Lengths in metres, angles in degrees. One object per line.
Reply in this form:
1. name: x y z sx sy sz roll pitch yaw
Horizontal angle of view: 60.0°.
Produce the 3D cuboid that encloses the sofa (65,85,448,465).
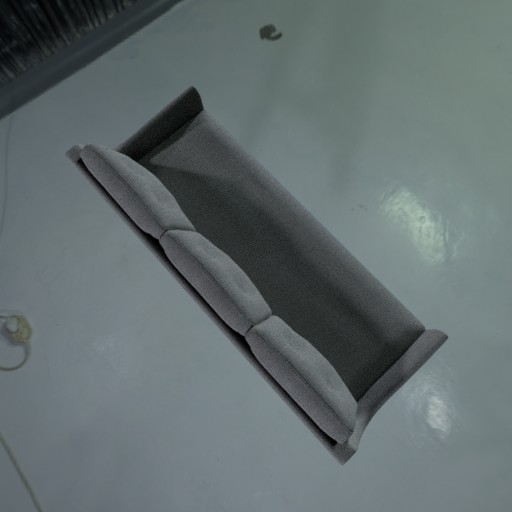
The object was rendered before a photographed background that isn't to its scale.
1. sofa: 0.000 0.000 2.503 0.849 0.837 2.060 -42 79 -10
